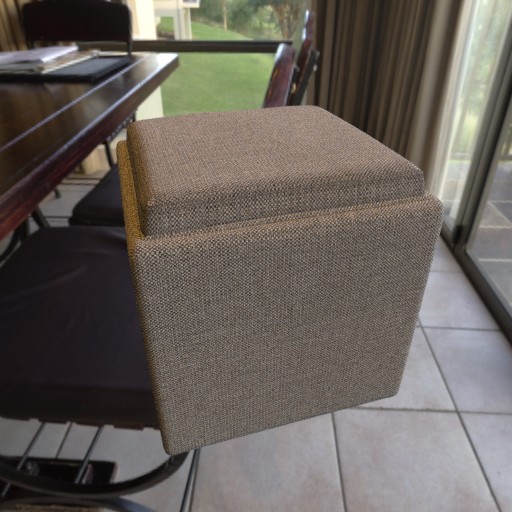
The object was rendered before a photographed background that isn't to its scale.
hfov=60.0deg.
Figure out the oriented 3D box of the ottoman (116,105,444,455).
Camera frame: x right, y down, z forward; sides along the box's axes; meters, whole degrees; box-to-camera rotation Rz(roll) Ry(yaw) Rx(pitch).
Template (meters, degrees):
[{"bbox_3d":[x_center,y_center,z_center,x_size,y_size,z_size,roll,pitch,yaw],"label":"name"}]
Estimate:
[{"bbox_3d":[0.000,0.000,0.854,0.454,0.487,0.436,-9,34,-14],"label":"ottoman"}]
